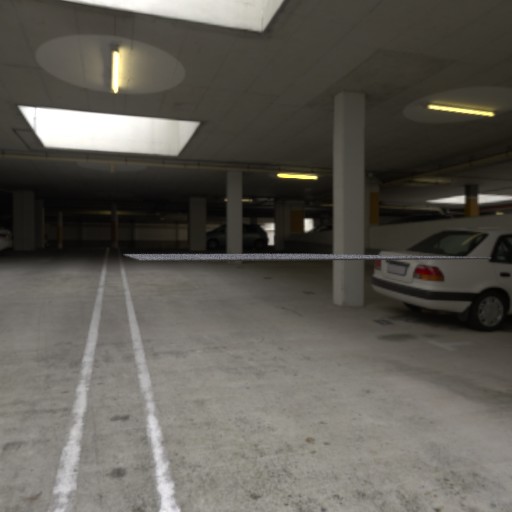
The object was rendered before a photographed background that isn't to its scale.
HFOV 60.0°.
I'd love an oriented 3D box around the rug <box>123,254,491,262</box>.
[{"bbox_3d":[0.000,0.000,2.892,1.600,0.008,2.235,0,1,-18],"label":"rug"}]
